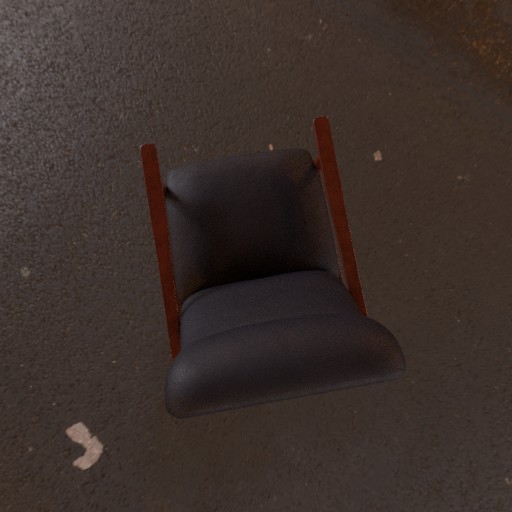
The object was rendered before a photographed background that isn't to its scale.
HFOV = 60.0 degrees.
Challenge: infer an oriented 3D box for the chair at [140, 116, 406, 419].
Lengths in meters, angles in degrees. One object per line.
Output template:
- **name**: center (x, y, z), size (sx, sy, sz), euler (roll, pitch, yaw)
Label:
- **chair**: center (0.000, 0.000, 1.740), size (0.762, 1.082, 1.014), euler (-10, 77, -2)
